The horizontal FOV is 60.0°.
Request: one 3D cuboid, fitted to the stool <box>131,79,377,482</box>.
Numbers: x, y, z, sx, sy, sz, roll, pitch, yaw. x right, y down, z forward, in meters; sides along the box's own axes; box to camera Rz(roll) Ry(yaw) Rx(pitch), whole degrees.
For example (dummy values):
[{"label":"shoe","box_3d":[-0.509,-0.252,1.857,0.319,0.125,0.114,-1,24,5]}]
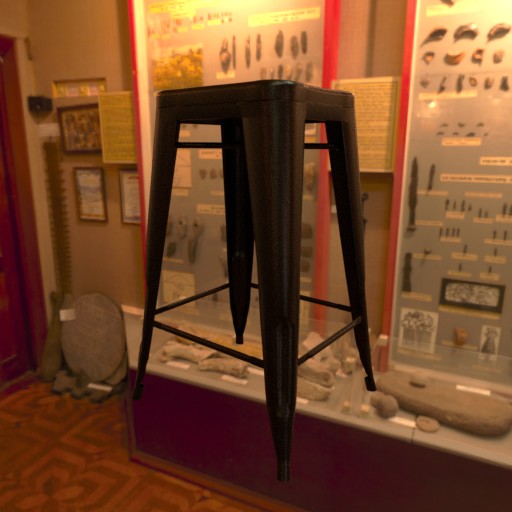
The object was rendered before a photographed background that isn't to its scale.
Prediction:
[{"label":"stool","box_3d":[0.000,0.000,0.873,0.455,0.609,0.423,7,16,26]}]
